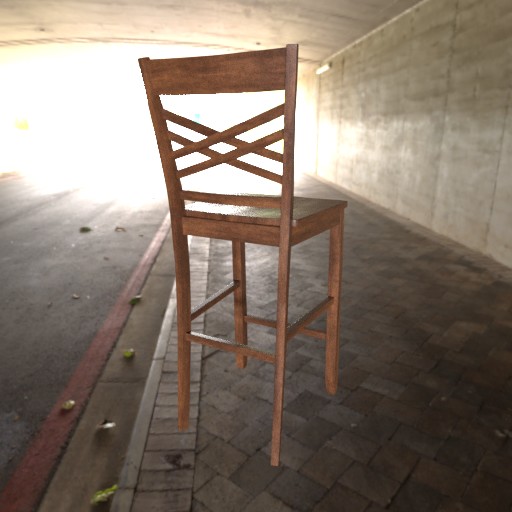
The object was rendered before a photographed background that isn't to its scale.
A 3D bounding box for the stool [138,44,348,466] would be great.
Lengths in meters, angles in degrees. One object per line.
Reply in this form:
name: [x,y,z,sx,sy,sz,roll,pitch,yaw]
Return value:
stool: [0.000,0.000,1.370,0.433,1.105,0.487,8,18,26]
